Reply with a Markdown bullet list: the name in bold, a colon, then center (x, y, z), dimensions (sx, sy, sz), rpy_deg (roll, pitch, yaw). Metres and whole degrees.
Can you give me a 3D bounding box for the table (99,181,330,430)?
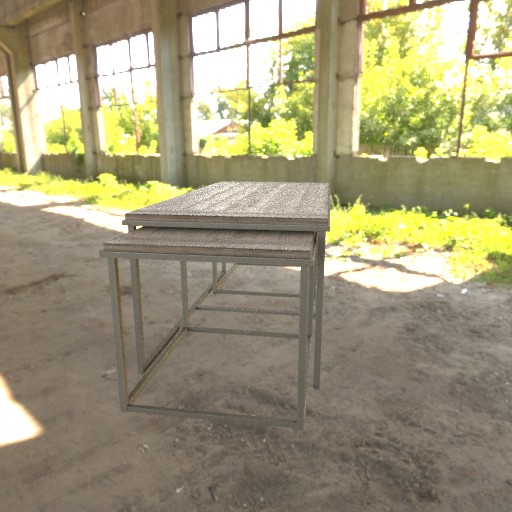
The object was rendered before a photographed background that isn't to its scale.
- **table**: center (0.000, 0.000, 1.530), dimensions (0.489, 0.427, 1.312), rpy_deg (2, 14, 9)
